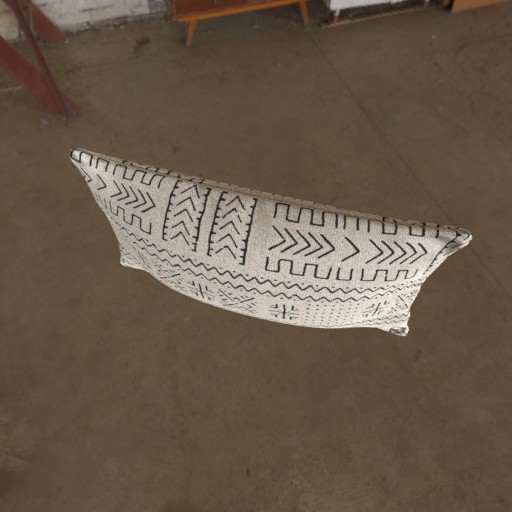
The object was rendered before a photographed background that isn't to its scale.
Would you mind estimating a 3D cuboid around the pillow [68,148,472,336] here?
[{"bbox_3d":[0.000,0.000,0.805,0.637,0.352,0.188,13,58,9],"label":"pillow"}]
